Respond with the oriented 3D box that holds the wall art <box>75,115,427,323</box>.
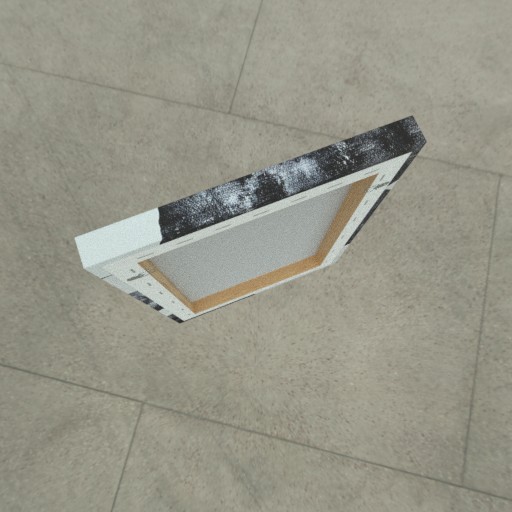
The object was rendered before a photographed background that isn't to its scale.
[{"bbox_3d":[0.000,0.000,0.788,0.407,0.610,0.039,-21,77,-5],"label":"wall art"}]
